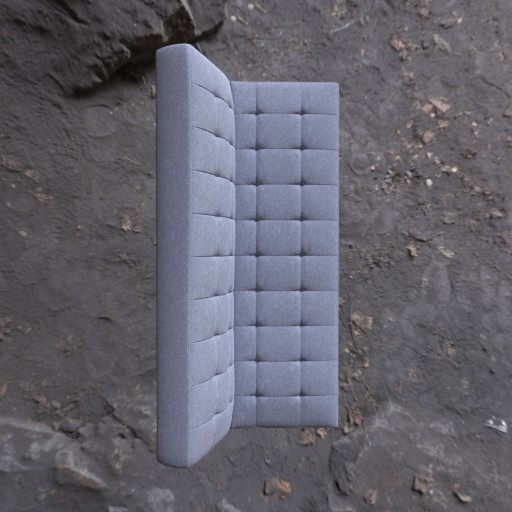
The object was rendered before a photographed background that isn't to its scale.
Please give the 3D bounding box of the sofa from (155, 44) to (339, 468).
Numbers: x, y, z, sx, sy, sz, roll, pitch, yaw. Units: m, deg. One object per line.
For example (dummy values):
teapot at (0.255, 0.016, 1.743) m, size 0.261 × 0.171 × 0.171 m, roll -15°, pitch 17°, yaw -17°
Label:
sofa at (0.000, 0.000, 2.231) m, size 0.860 × 0.810 × 1.800 m, roll 0°, pitch 91°, yaw -1°
